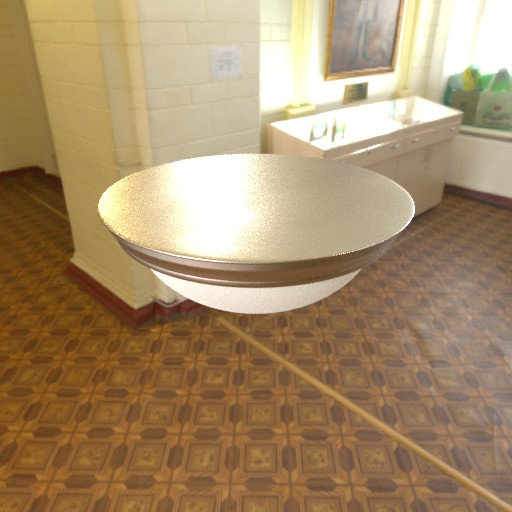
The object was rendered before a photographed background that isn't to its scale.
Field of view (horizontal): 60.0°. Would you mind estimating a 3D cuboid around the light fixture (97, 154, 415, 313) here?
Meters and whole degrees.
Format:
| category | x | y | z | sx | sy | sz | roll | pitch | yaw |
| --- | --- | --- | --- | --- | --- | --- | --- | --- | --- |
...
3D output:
| category | x | y | z | sx | sy | sz | roll | pitch | yaw |
| --- | --- | --- | --- | --- | --- | --- | --- | --- | --- |
| light fixture | 0.000 | 0.000 | 0.440 | 0.280 | 0.135 | 0.280 | 0 | 27 | 0 |
